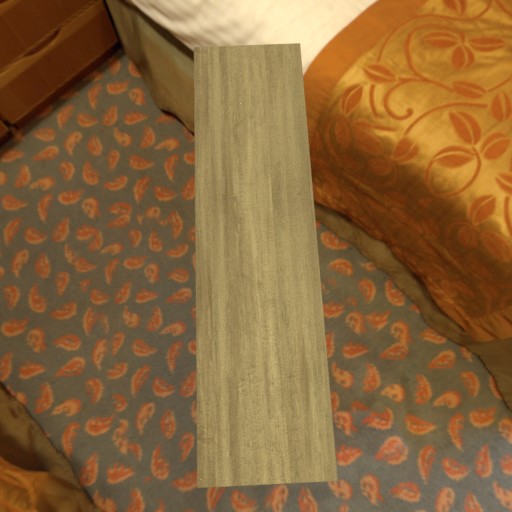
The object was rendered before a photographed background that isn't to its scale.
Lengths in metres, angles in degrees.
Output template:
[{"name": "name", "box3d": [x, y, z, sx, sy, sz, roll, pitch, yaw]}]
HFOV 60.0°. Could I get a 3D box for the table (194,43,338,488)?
[{"name": "table", "box3d": [0.000, 0.000, 1.717, 0.400, 0.530, 1.500, -2, 74, -1]}]
